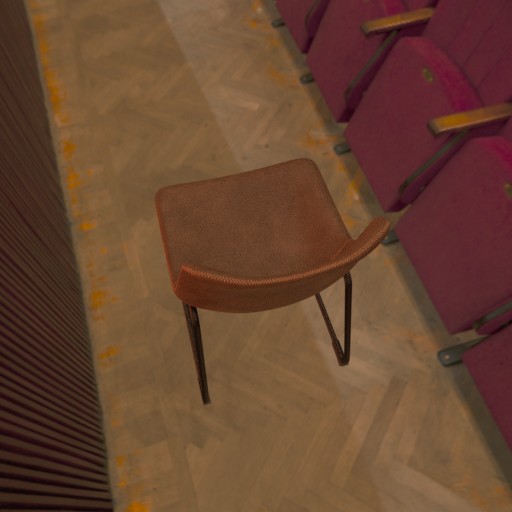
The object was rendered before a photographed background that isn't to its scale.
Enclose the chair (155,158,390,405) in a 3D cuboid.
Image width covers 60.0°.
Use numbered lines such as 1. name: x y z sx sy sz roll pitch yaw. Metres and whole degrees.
1. chair: 0.000 0.000 1.142 0.460 0.780 0.551 -13 60 -8
